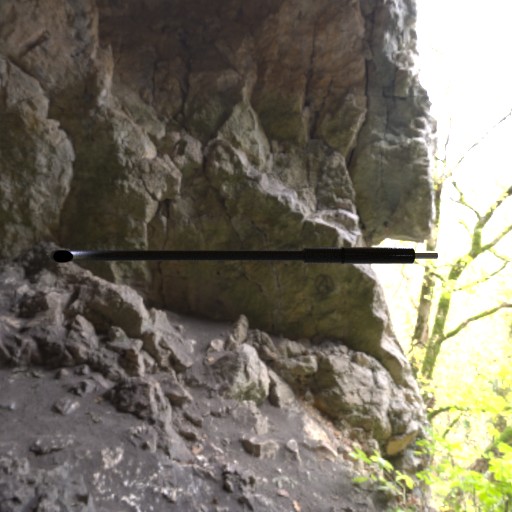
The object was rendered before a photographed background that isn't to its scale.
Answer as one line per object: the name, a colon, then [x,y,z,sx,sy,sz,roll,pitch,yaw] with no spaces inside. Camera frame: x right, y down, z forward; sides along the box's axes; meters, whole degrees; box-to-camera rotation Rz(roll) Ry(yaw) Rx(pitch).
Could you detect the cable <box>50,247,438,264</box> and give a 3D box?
cable: [0.000,0.000,0.110,0.098,0.005,0.041,0,1,1]
